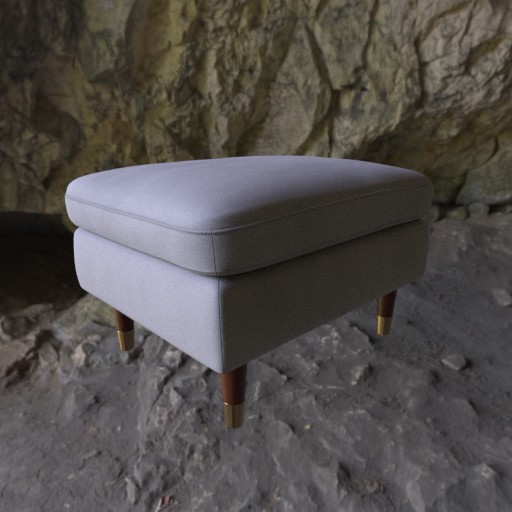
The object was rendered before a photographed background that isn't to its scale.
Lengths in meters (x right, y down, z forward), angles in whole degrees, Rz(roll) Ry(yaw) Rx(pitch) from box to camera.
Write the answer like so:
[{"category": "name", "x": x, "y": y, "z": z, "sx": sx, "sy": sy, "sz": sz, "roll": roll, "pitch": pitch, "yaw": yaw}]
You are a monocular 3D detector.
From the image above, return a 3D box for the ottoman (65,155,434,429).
[{"category": "ottoman", "x": 0.000, "y": 0.000, "z": 1.111, "sx": 0.747, "sy": 0.478, "sz": 0.593, "roll": -16, "pitch": 23, "yaw": -42}]
